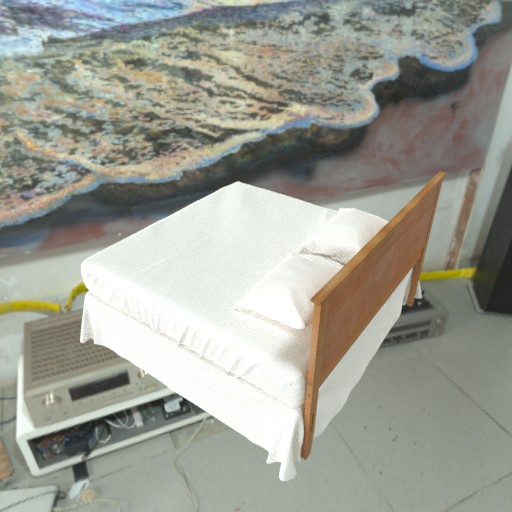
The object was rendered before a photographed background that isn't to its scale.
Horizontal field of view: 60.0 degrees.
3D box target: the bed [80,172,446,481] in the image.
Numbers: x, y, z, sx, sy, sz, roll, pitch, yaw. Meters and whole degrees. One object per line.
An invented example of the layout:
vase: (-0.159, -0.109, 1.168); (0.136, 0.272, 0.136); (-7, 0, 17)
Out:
bed: (0.000, 0.000, 3.607); (2.215, 1.270, 2.317); (21, 38, 30)
